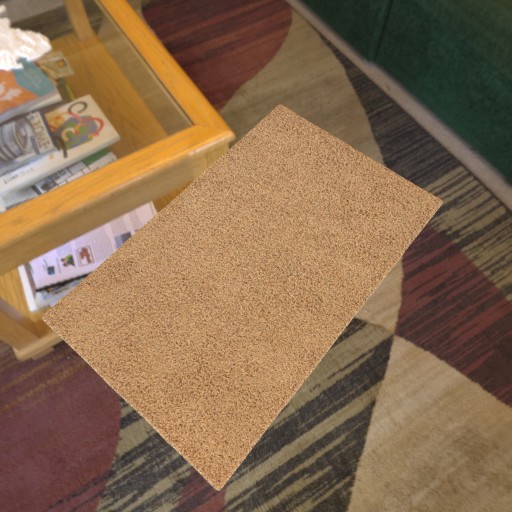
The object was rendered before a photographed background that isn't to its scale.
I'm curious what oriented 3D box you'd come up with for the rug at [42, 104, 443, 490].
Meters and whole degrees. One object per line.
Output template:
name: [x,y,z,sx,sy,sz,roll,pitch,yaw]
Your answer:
rug: [0.000,0.000,3.023,1.524,0.030,2.438,37,68,17]
